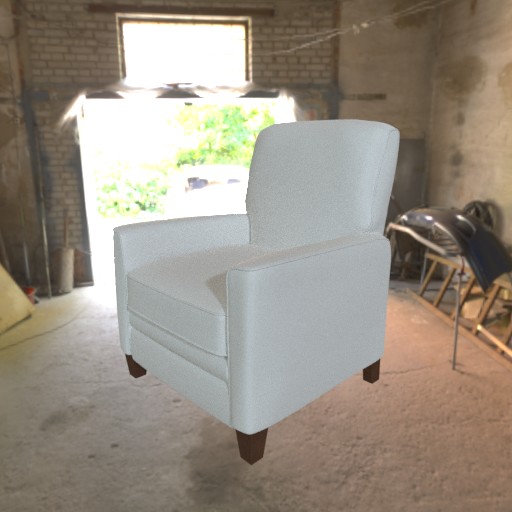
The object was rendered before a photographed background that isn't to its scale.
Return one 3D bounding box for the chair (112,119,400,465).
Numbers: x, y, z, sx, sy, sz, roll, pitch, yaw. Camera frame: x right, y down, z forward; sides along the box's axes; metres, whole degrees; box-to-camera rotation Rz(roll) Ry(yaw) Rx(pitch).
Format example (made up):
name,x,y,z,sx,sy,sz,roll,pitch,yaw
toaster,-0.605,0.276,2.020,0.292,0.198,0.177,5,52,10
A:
name,x,y,z,sx,sy,sz,roll,pitch,yaw
chair,0.000,0.000,1.719,0.858,1.028,0.841,-14,20,-42
